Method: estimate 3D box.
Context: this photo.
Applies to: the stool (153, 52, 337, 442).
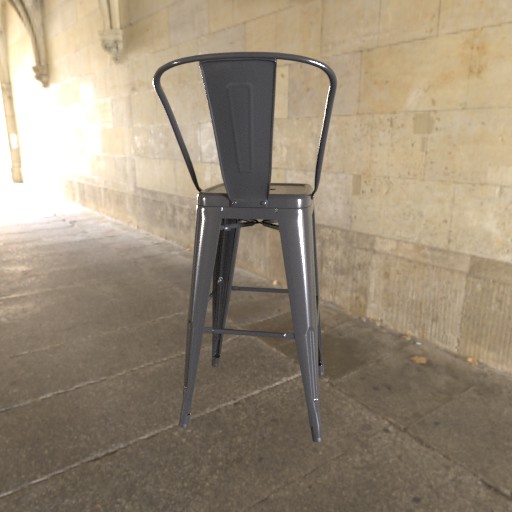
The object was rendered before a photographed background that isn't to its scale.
[{"bbox_3d":[0.000,0.000,1.307,0.432,1.022,0.528,2,15,9],"label":"stool"}]
